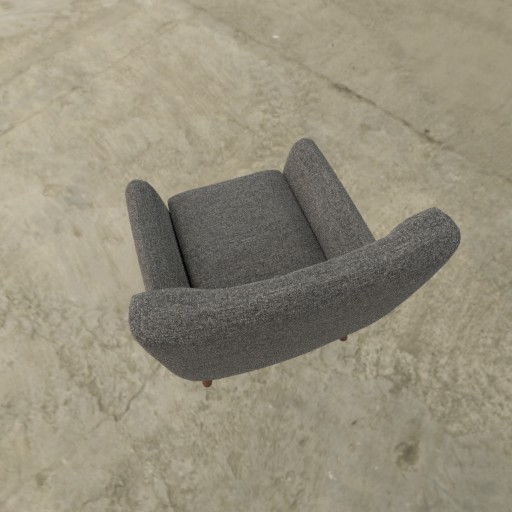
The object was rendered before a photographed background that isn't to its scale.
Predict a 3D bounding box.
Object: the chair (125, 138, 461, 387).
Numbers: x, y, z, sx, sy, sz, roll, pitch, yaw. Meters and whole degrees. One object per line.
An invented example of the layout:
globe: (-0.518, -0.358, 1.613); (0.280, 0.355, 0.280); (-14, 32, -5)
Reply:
chair: (0.000, 0.000, 1.705); (0.889, 1.039, 0.940); (-16, 59, -10)
